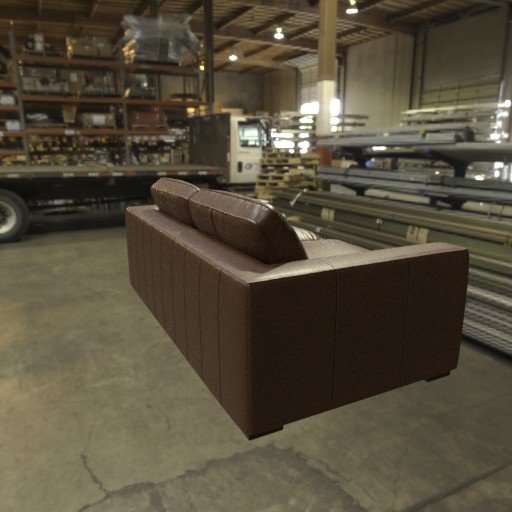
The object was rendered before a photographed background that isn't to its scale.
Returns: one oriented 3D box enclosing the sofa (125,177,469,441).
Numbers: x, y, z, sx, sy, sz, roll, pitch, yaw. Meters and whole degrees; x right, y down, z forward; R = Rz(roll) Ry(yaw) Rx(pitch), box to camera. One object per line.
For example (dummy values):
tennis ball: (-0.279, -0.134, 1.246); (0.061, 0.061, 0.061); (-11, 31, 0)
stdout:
sofa: (0.000, 0.000, 2.455); (1.070, 0.800, 1.920); (-7, 16, -26)
